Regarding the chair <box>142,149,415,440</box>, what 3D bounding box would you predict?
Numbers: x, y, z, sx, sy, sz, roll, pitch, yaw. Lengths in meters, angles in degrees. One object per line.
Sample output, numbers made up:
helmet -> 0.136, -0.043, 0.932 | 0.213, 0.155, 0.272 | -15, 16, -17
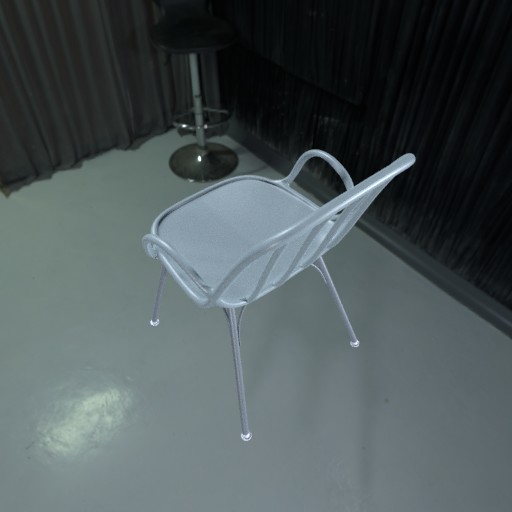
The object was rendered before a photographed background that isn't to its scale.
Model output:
chair -> 0.000, 0.000, 1.234 | 0.549, 0.816, 0.597 | -32, 54, -27
